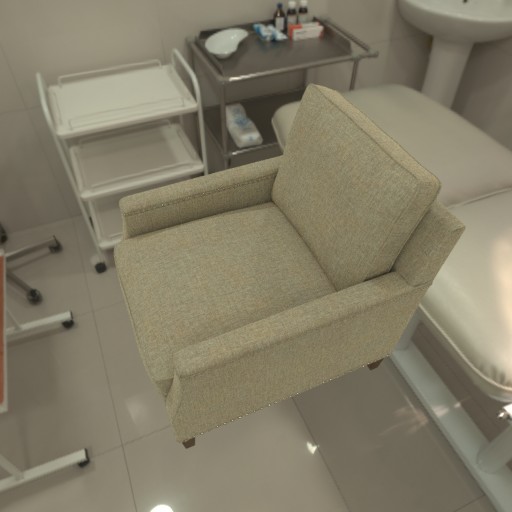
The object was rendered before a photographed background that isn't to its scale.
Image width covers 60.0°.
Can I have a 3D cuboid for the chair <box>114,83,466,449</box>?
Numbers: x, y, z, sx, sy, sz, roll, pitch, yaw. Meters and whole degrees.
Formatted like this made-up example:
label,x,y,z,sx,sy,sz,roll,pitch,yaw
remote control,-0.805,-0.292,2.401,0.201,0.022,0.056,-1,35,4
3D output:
label,x,y,z,sx,sy,sz,roll,pitch,yaw
chair,0.000,0.000,1.683,1.014,0.943,0.853,-18,50,-16
